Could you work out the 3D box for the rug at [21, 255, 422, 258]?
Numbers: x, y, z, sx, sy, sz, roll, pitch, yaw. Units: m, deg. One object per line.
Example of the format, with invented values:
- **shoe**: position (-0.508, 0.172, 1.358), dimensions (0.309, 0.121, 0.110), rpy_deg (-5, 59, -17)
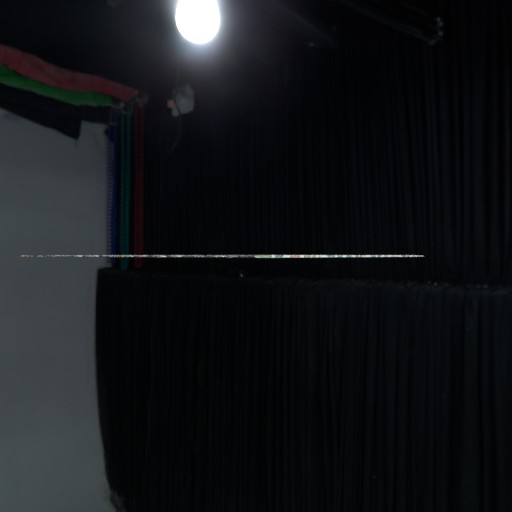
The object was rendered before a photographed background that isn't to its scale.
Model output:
- **rug**: position (0.000, 0.000, 2.299), dimensions (1.219, 0.010, 1.829), rpy_deg (0, 0, 36)
